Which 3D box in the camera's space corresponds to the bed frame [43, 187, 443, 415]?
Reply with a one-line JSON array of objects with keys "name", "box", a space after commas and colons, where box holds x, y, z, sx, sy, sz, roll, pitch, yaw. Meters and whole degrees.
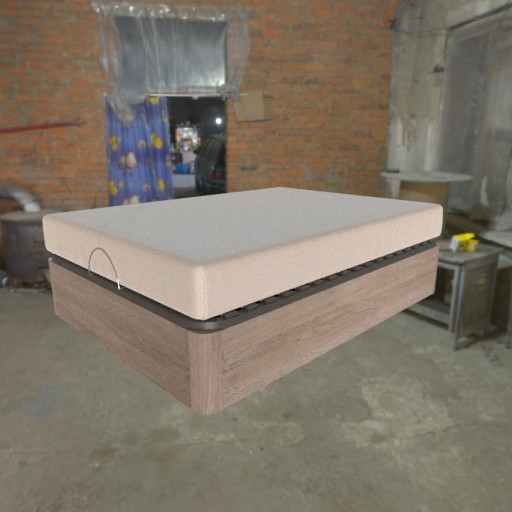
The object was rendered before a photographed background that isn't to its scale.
[{"name": "bed frame", "box": [0.000, 0.000, 2.602, 1.900, 0.561, 1.400, -15, 21, -43]}]
